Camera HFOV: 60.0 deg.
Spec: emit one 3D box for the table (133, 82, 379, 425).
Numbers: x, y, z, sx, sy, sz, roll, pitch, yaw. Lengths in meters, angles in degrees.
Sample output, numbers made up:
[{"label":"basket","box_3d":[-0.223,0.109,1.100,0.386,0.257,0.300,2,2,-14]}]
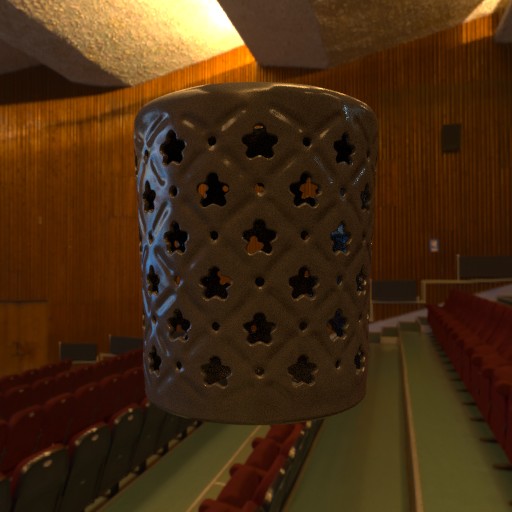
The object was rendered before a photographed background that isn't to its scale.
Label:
[{"label":"table","box_3d":[0.000,0.000,0.653,0.352,0.387,0.352,0,-1,0]}]
